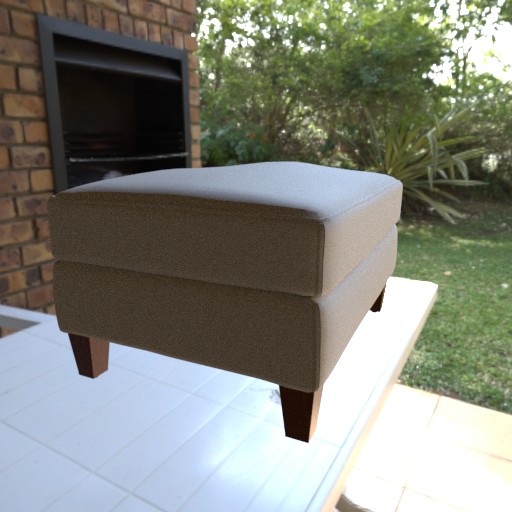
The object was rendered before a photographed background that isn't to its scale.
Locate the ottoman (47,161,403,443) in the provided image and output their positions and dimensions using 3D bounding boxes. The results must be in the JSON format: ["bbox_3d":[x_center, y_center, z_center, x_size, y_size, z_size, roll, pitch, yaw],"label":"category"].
[{"bbox_3d":[0.000,0.000,1.181,0.634,0.479,0.818,7,16,24],"label":"ottoman"}]
